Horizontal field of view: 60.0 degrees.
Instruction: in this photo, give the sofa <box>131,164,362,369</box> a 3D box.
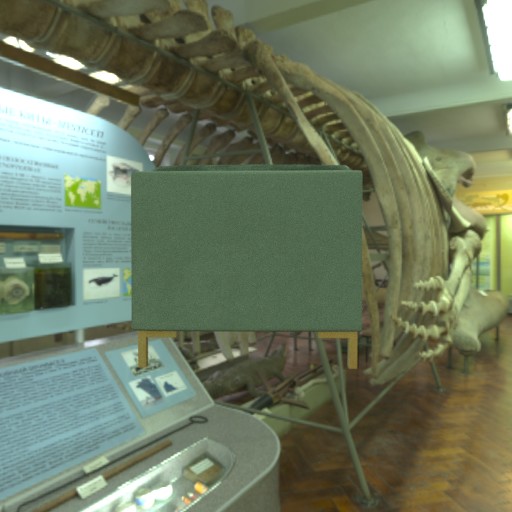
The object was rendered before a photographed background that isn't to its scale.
[{"bbox_3d":[0.000,0.000,2.495,0.796,0.705,2.102,0,1,2],"label":"sofa"}]
